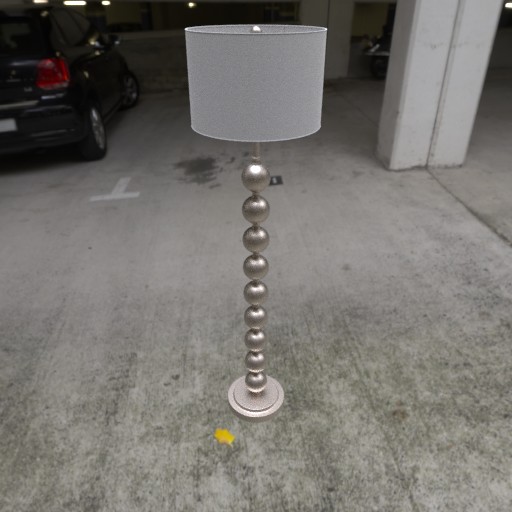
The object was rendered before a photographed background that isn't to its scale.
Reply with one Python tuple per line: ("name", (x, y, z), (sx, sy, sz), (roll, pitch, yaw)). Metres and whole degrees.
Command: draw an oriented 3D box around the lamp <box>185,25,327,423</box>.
("lamp", (0.000, 0.000, 1.598), (0.394, 1.474, 0.394), (-1, 30, -2))
